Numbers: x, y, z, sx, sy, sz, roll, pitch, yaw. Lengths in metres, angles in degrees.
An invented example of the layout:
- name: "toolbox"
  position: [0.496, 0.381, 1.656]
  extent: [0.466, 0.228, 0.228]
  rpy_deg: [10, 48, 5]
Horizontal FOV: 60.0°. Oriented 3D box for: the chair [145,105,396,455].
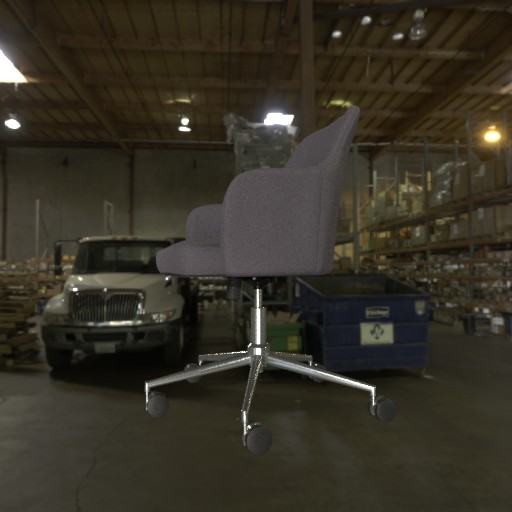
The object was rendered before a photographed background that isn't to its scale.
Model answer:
- name: "chair"
  position: [0.000, 0.000, 1.238]
  extent: [0.600, 0.820, 0.655]
  rpy_deg: [1, -2, -18]
